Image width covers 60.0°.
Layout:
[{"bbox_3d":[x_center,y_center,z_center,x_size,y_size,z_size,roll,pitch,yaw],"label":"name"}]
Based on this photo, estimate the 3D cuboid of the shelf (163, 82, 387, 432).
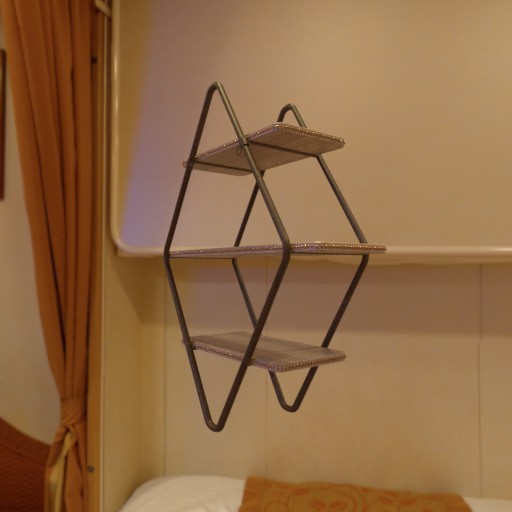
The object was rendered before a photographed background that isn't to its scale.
[{"bbox_3d":[0.000,0.000,1.041,0.234,0.774,0.609,1,-2,-37],"label":"shelf"}]
